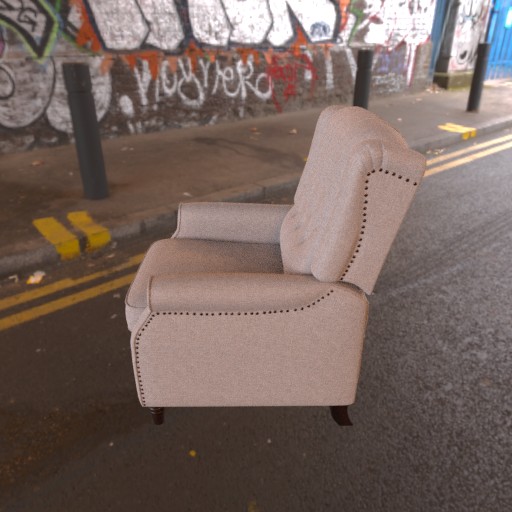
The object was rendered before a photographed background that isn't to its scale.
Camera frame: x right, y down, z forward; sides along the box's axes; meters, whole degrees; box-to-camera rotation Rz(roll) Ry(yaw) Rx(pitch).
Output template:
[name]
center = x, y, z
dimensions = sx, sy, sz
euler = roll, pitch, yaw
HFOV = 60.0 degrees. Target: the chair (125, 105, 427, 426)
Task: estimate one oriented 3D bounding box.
[chair]
center = 0.000, 0.000, 1.639
dimensions = 0.902, 1.035, 0.742
euler = 0, 27, 0
